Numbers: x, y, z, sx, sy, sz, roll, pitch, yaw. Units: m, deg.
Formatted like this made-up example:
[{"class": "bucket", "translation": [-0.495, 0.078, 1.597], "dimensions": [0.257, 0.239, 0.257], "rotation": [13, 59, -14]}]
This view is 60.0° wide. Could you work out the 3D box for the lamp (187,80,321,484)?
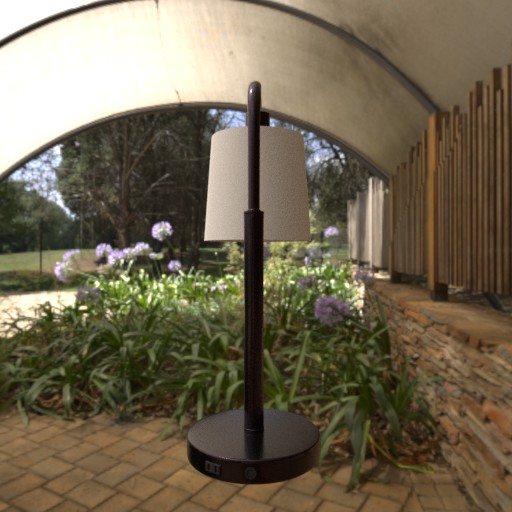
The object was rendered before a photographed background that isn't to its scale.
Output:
[{"class": "lamp", "translation": [0.000, 0.000, 0.636], "dimensions": [0.171, 0.489, 0.333], "rotation": [0, 0, 2]}]
